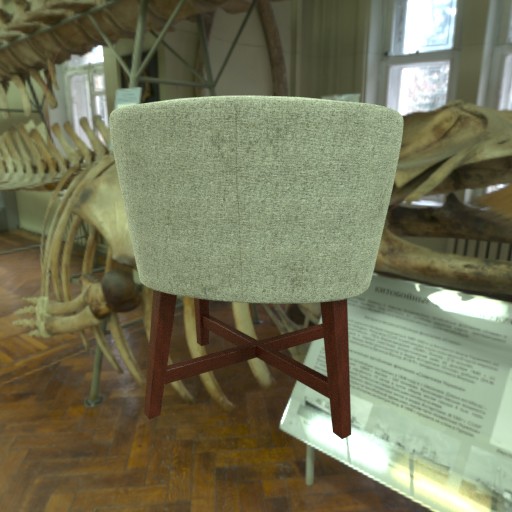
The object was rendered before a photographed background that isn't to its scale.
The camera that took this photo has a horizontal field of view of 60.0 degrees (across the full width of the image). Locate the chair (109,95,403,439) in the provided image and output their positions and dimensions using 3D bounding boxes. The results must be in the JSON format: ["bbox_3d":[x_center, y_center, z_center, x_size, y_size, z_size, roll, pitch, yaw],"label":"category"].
[{"bbox_3d":[0.000,0.000,1.272,0.728,0.827,0.575,2,16,9],"label":"chair"}]
